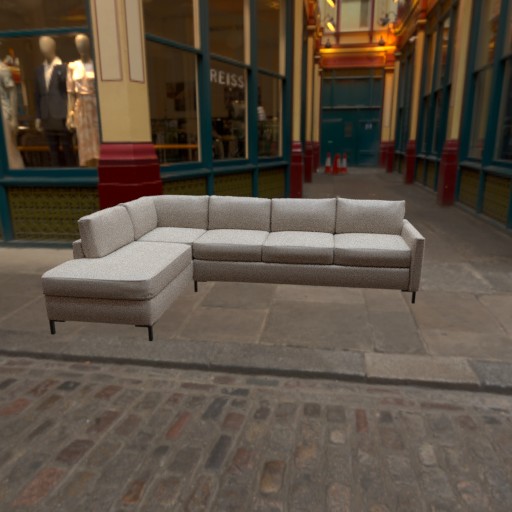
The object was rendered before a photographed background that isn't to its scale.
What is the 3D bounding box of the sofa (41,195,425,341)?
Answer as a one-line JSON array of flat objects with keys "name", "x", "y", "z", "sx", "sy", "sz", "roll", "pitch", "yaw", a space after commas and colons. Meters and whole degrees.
[{"name": "sofa", "x": 0.000, "y": 0.000, "z": 3.258, "sx": 2.423, "sy": 0.703, "sz": 1.617, "roll": 2, "pitch": 15, "yaw": 8}]
